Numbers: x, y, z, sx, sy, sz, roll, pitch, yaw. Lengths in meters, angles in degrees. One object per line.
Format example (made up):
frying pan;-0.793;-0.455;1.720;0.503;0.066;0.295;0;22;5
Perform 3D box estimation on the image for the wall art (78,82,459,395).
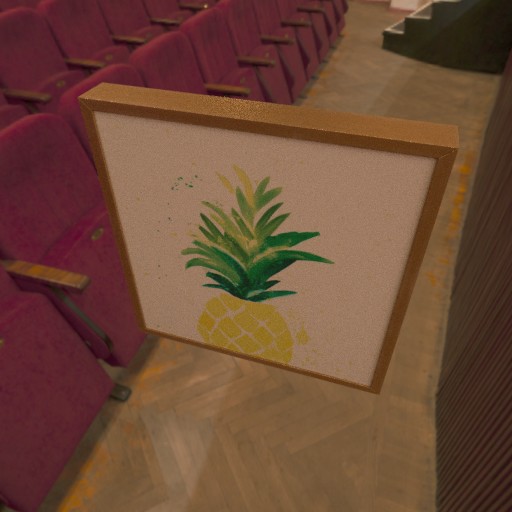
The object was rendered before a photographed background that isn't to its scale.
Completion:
wall art;0.000;0.000;0.453;0.306;0.305;0.038;12;42;13
